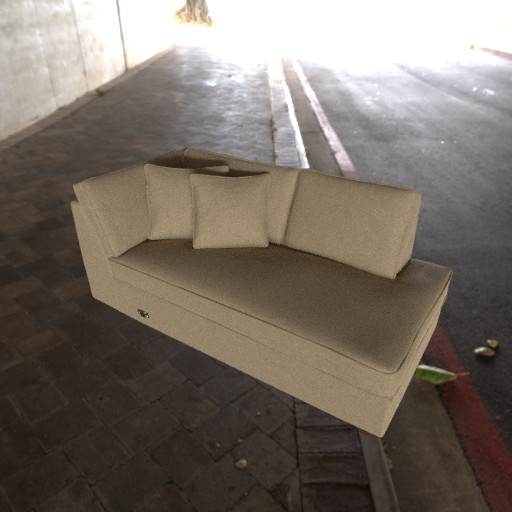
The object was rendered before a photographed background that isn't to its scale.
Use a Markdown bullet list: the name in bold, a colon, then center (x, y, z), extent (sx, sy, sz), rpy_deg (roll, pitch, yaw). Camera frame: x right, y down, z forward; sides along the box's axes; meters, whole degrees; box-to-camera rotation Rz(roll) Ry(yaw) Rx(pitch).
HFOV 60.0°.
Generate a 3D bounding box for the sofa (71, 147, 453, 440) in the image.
- **sofa**: center (0.000, 0.000, 2.872), extent (2.237, 1.033, 1.110), rpy_deg (18, 35, 28)
